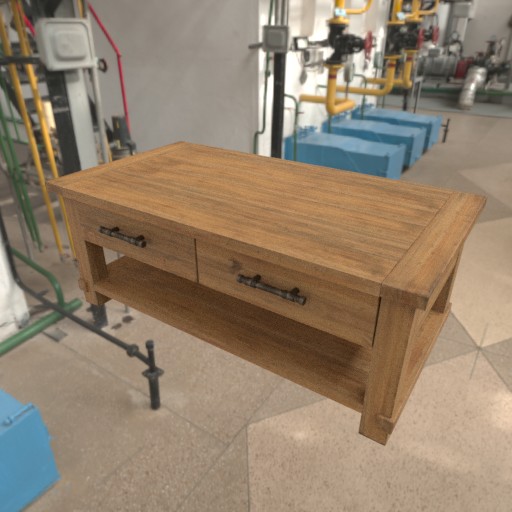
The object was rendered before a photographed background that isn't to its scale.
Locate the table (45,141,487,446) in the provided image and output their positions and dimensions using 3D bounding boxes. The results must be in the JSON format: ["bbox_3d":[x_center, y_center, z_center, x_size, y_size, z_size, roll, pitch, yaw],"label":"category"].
[{"bbox_3d":[0.000,0.000,1.548,1.270,0.494,0.693,18,33,29],"label":"table"}]
